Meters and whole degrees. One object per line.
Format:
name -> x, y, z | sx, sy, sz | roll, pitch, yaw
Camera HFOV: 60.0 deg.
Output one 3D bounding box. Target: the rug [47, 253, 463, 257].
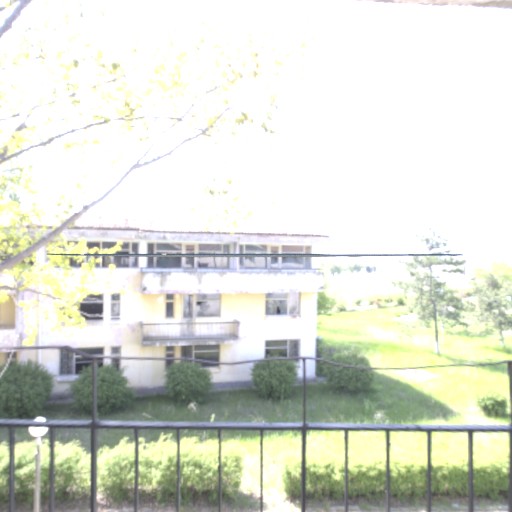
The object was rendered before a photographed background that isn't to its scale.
rug -> 0.000, 0.000, 3.825 | 2.277, 0.020, 2.867 | 0, 0, 0
